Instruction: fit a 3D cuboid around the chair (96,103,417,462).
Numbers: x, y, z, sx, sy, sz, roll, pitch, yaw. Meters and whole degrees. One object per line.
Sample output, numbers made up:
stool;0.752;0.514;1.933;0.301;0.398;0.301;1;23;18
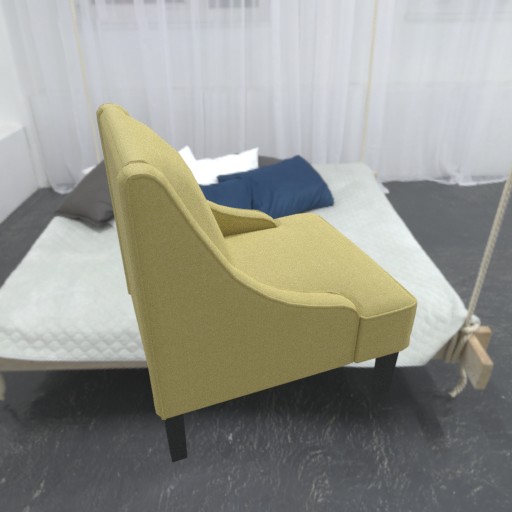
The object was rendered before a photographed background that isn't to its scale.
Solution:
chair;0.000;0.000;1.451;0.814;0.896;0.696;-11;33;-18
